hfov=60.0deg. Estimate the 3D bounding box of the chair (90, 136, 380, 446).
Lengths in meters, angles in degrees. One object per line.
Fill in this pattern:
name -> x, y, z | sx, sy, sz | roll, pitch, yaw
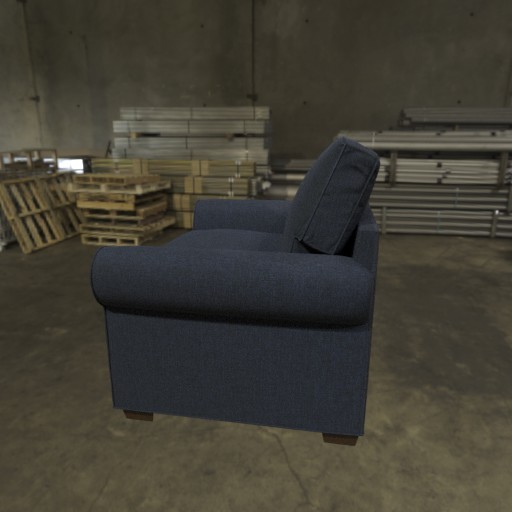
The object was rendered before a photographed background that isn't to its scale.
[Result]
chair -> 0.000, 0.000, 1.998 | 0.963, 1.044, 1.285 | 3, 16, 10
